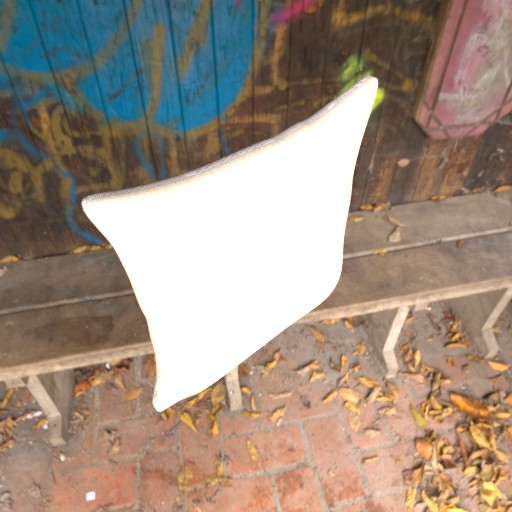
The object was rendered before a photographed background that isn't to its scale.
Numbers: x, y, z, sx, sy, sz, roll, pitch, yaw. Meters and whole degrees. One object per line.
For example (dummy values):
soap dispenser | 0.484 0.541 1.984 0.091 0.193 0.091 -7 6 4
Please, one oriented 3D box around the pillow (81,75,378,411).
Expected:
pillow | 0.000 0.000 0.670 0.436 0.432 0.138 -31 53 -28
